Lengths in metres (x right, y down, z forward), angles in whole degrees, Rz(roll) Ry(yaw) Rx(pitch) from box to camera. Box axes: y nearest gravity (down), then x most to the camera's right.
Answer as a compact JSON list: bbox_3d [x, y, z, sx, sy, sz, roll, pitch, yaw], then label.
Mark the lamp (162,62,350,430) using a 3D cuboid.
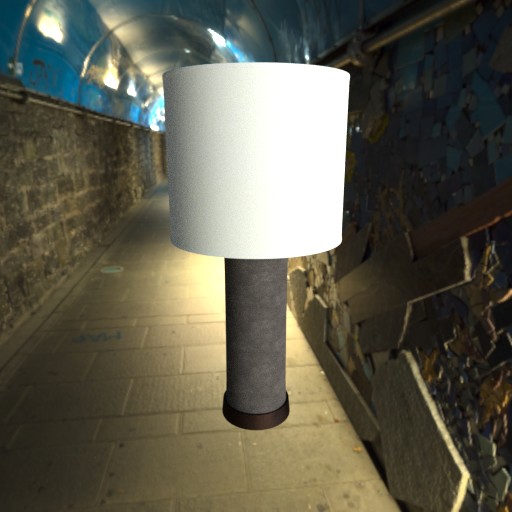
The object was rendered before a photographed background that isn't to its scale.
[{"bbox_3d":[0.000,0.000,0.801,0.301,0.630,0.301,2,15,8],"label":"lamp"}]
